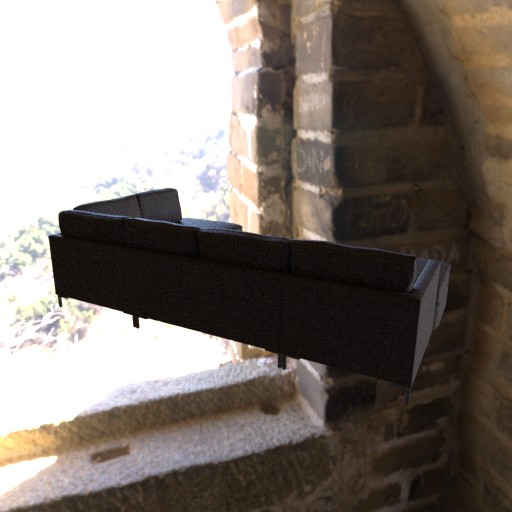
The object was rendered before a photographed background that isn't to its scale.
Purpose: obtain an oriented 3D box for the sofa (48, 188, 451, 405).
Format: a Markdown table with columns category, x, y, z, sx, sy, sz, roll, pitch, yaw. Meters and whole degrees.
| category | x | y | z | sx | sy | sz | roll | pitch | yaw |
| --- | --- | --- | --- | --- | --- | --- | --- | --- | --- |
| sofa | 0.000 | 0.000 | 4.314 | 3.423 | 0.999 | 2.048 | 9 | 18 | 27 |
